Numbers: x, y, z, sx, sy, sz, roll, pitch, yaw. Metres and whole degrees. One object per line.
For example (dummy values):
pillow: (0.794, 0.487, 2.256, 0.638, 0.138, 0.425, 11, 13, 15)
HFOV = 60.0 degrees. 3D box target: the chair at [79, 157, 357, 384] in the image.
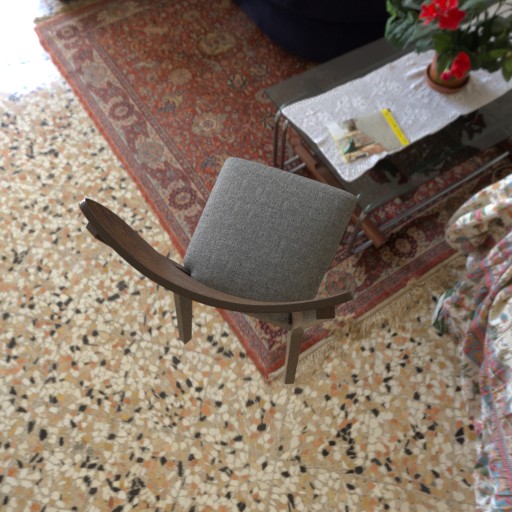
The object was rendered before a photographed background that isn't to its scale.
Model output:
chair: (0.000, 0.000, 1.179, 0.491, 0.849, 0.583, 19, 65, 10)
